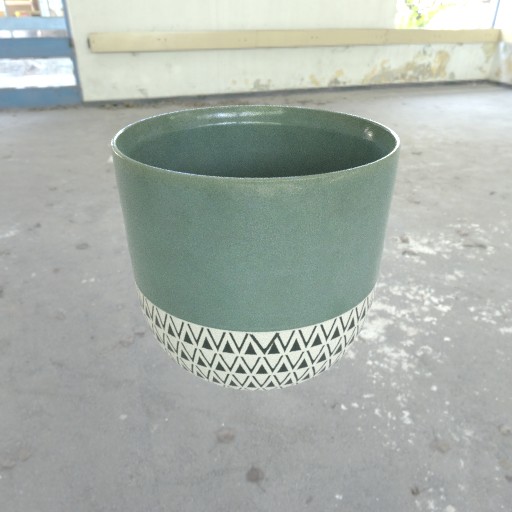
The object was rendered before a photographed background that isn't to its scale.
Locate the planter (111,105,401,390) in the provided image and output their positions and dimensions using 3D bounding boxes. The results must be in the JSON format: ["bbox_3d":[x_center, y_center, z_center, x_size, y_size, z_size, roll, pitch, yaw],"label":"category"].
[{"bbox_3d":[0.000,0.000,0.487,0.266,0.270,0.266,0,29,0],"label":"planter"}]
